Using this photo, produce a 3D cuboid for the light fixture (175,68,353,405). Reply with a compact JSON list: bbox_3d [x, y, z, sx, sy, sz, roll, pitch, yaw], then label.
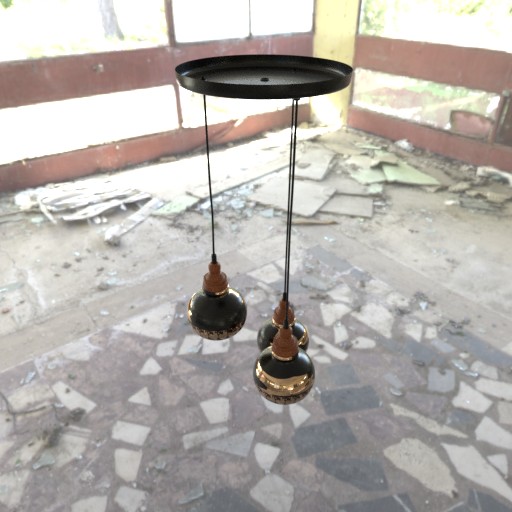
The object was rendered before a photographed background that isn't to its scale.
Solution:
[{"bbox_3d":[0.000,0.000,1.777,0.605,1.410,0.608,-1,32,-1],"label":"light fixture"}]
